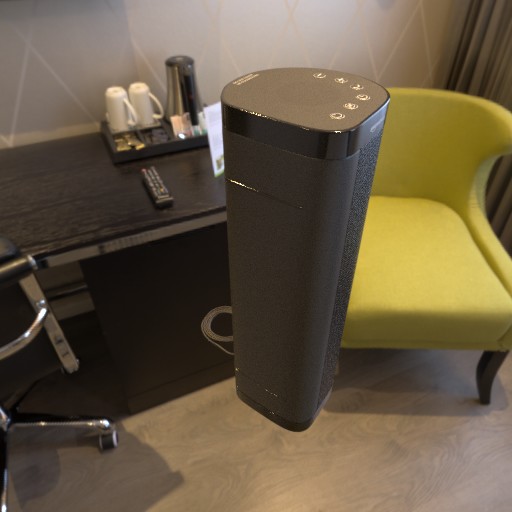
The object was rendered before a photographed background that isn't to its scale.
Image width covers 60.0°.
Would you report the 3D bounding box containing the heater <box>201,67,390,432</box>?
[{"bbox_3d":[0.000,0.000,0.693,0.312,0.552,0.174,25,47,26],"label":"heater"}]
